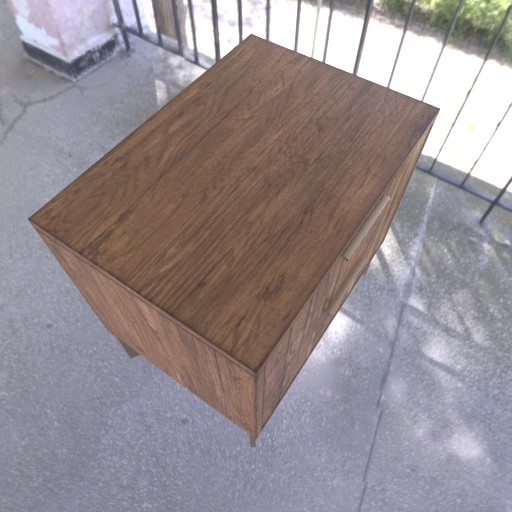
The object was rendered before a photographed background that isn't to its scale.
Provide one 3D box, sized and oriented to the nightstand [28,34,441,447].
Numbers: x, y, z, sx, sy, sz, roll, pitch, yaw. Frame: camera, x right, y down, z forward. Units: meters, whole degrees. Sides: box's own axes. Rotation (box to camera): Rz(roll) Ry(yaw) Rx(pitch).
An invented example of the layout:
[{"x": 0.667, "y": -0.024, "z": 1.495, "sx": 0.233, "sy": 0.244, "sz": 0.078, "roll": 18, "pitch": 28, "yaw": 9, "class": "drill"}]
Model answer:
[{"x": 0.000, "y": 0.000, "z": 1.013, "sx": 0.446, "sy": 0.610, "sz": 0.610, "roll": 30, "pitch": 62, "yaw": 18, "class": "nightstand"}]
